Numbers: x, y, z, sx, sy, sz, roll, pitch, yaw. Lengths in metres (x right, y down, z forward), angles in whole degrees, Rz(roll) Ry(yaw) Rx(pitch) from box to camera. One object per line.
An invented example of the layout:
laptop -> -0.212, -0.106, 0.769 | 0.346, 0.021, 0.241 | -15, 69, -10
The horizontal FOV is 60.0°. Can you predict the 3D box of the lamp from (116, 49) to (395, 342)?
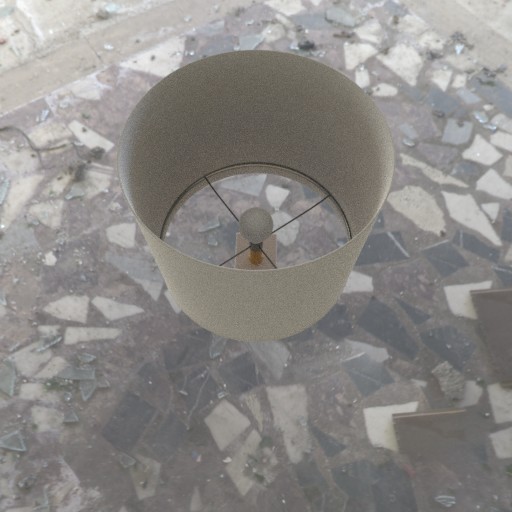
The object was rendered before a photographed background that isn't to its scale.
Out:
lamp -> 0.000, 0.000, 0.554 | 0.229, 0.417, 0.229 | 1, 64, 1
